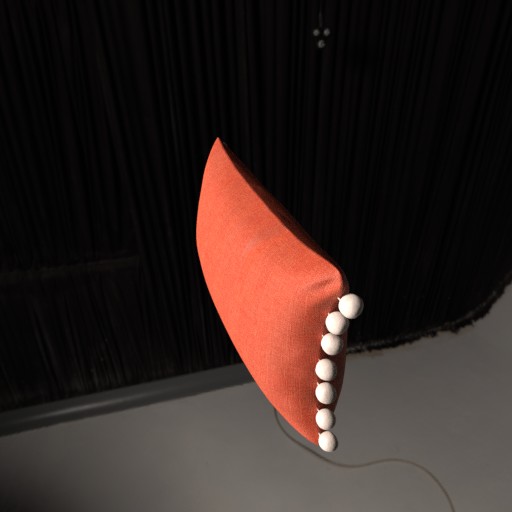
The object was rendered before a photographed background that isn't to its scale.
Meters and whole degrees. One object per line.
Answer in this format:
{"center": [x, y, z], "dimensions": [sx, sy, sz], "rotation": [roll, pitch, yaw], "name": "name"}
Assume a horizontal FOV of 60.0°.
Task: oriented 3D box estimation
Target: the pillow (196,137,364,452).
{"center": [0.000, 0.000, 0.864], "dimensions": [0.201, 0.322, 0.709], "rotation": [-9, 32, -15], "name": "pillow"}
